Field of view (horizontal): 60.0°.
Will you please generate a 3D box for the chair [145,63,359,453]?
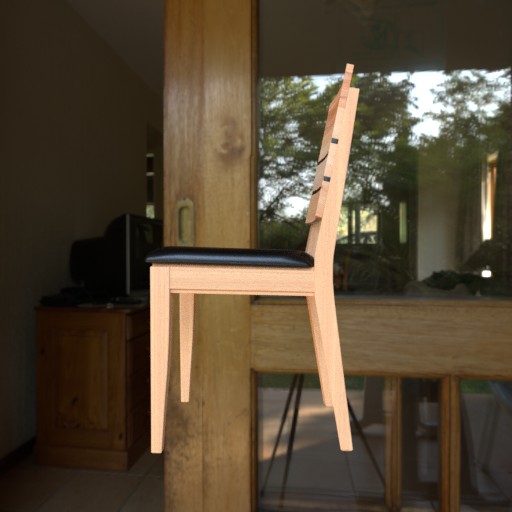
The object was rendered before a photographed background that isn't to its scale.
[{"bbox_3d":[0.000,0.000,1.239,0.520,0.940,0.410,0,1,2],"label":"chair"}]
